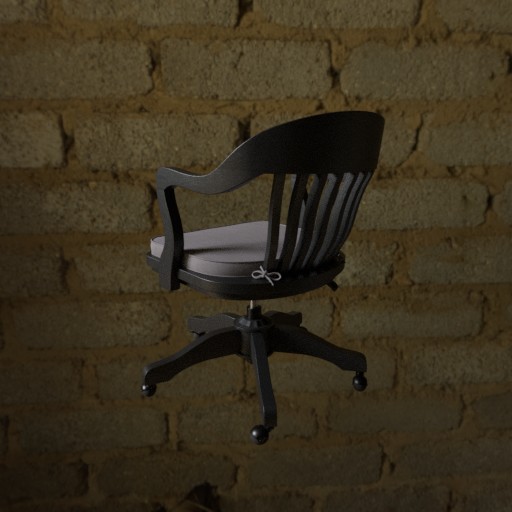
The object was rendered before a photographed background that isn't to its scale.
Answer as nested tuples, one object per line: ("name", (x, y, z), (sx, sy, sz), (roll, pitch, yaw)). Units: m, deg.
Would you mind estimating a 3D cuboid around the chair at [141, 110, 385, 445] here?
("chair", (0.000, 0.000, 1.464), (0.750, 0.878, 0.788), (-13, 19, -41))
